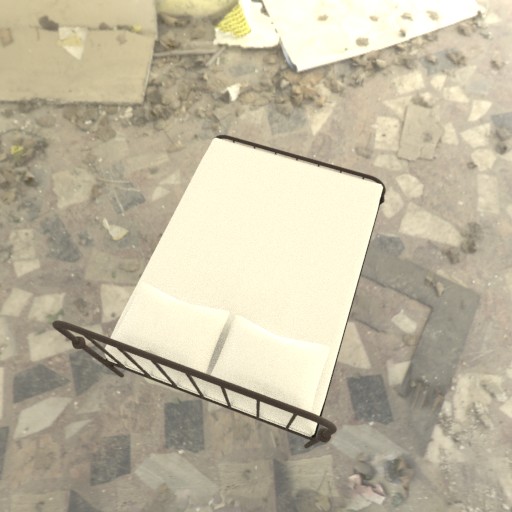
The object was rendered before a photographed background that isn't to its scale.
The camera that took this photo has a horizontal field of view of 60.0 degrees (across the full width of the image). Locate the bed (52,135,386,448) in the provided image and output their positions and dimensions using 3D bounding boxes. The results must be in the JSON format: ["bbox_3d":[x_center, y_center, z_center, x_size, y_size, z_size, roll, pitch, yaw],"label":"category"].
[{"bbox_3d":[0.000,0.000,3.215,1.616,1.446,2.134,18,65,9],"label":"bed"}]
